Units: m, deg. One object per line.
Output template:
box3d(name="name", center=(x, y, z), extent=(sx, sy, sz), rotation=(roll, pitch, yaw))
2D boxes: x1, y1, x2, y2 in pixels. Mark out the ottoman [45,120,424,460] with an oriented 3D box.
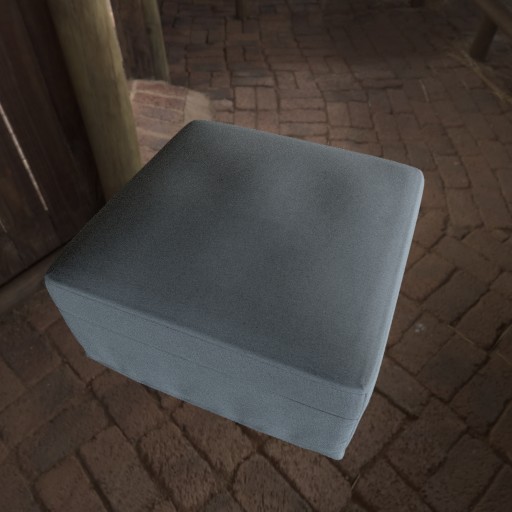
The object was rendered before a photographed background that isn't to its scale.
box3d(name="ottoman", center=(0.000, 0.000, 1.357), extent=(0.843, 0.441, 0.842), rotation=(17, 49, 15))
